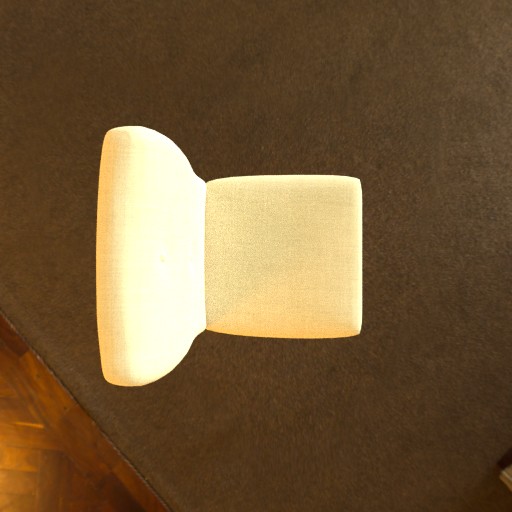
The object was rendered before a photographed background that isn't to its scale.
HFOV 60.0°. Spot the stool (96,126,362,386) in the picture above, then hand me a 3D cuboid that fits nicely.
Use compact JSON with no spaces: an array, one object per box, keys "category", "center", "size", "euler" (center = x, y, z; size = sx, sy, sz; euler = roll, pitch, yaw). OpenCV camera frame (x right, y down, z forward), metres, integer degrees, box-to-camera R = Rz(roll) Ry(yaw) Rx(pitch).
[{"category":"stool","center":[0.000,0.000,1.317],"size":[0.603,0.972,0.514],"euler":[0,90,1]}]
